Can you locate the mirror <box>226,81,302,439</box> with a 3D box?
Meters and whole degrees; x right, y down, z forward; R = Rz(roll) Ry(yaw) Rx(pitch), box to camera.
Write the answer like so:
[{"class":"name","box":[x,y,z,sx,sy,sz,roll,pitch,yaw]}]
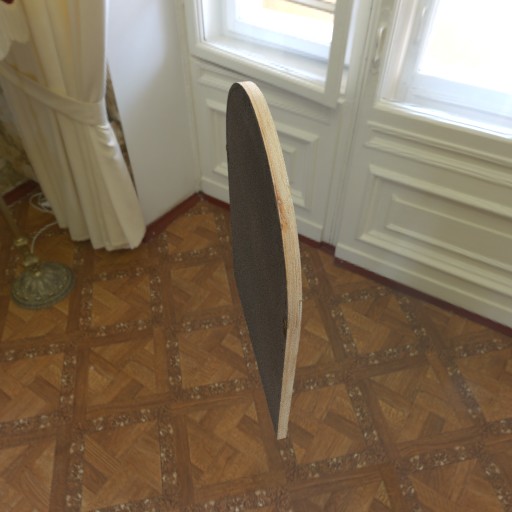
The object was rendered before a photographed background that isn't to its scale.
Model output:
[{"class":"mirror","box":[0.000,0.000,1.207,0.032,0.920,0.660,-10,48,-9]}]
